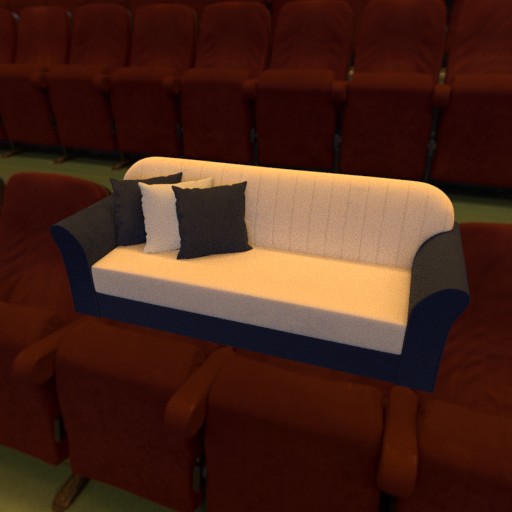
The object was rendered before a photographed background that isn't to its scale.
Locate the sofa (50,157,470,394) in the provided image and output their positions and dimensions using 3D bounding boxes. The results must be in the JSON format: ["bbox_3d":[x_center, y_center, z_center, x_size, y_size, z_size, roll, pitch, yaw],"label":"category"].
[{"bbox_3d":[0.000,0.000,2.379,2.006,0.789,0.749,9,28,17],"label":"sofa"}]
